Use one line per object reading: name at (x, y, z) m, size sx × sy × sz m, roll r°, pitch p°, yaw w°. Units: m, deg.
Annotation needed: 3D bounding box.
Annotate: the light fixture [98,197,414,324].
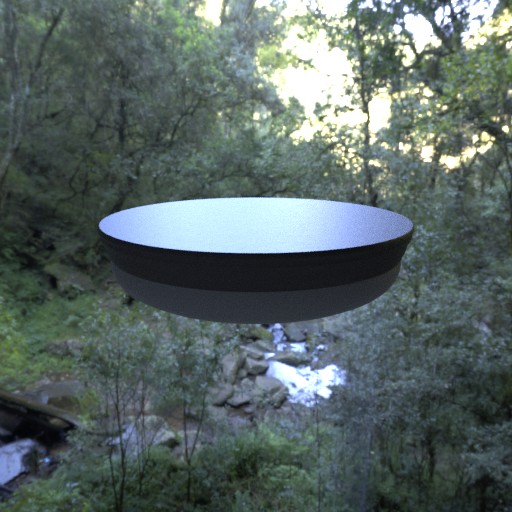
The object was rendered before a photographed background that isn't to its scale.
light fixture at (0.000, 0.000, 0.557) m, size 0.368 × 0.100 × 0.368 m, roll 0°, pitch 15°, yaw 0°
